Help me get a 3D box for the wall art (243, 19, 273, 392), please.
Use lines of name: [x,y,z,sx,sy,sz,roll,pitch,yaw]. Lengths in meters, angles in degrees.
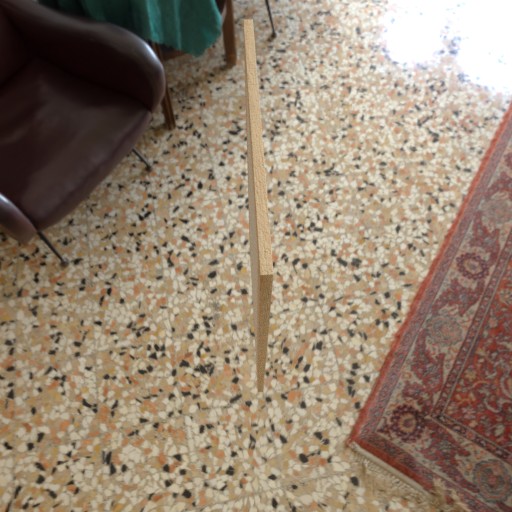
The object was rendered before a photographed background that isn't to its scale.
wall art: [0.000,0.000,0.825,0.013,0.683,0.381,-3,64,-1]
